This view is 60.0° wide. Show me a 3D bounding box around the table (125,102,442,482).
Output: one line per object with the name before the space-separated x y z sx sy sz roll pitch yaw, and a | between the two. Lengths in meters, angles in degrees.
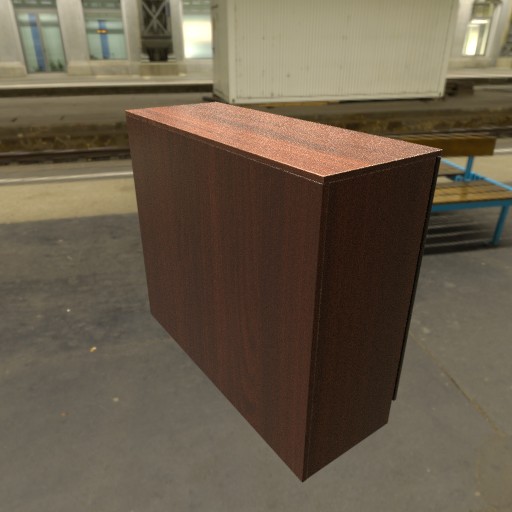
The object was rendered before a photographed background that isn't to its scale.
table | 0.000 0.000 1.373 0.380 0.790 0.930 -18 31 -31
